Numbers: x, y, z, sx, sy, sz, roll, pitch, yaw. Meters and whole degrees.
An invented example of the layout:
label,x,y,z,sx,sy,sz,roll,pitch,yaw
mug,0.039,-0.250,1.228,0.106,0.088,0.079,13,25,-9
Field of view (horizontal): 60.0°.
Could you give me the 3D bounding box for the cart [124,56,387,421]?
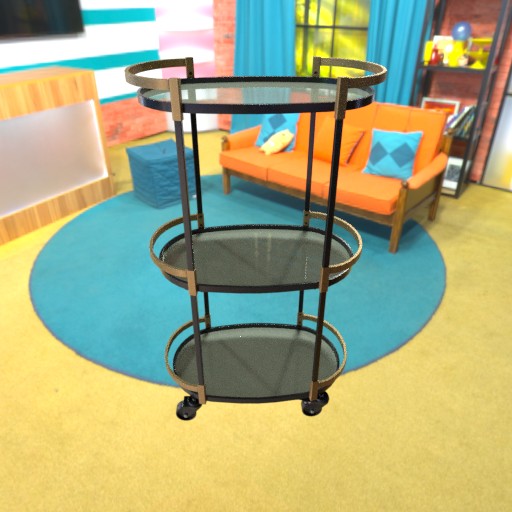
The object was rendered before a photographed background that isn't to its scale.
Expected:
label,x,y,z,sx,sy,sz,roll,pitch,yaw
cart,0.000,0.000,1.112,0.515,0.885,0.311,-1,31,-2
